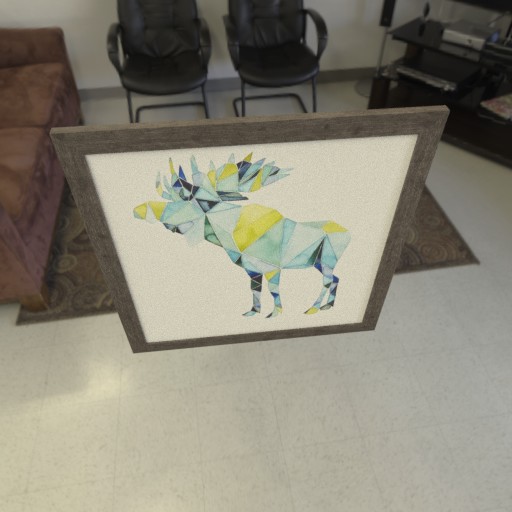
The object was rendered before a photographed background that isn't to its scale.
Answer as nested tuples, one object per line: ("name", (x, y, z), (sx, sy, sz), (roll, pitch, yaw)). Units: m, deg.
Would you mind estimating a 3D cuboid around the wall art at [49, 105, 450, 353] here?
("wall art", (0.000, 0.000, 0.673), (0.457, 0.457, 0.013), (-5, 47, -4))
